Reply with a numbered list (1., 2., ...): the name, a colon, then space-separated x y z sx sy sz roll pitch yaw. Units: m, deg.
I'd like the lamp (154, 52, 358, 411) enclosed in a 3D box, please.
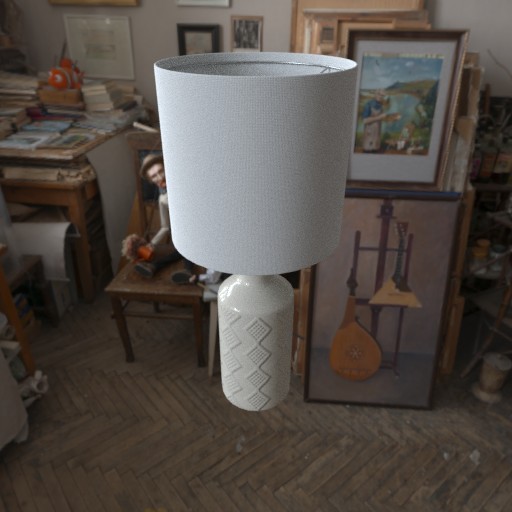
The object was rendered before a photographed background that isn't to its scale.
1. lamp: 0.000 0.000 0.571 0.207 0.461 0.207 -18 34 -28
